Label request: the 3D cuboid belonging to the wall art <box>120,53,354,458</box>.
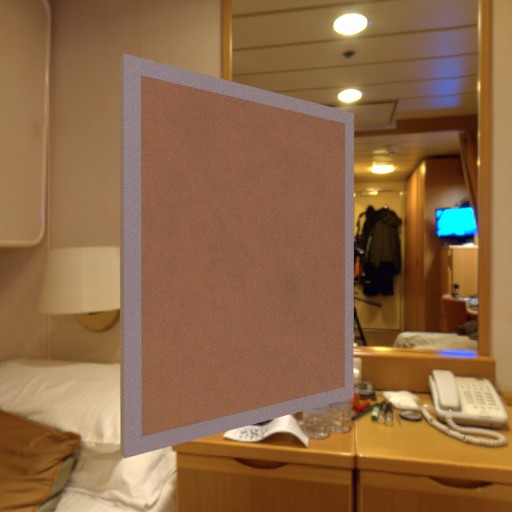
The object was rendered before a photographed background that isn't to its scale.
[{"bbox_3d":[0.000,0.000,1.087,0.661,0.811,0.026,0,0,-35],"label":"wall art"}]
